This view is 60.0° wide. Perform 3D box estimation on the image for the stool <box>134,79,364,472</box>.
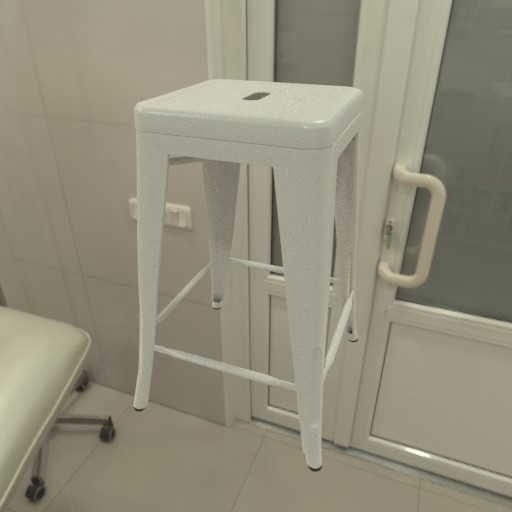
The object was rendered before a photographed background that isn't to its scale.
[{"bbox_3d":[0.000,0.000,0.880,0.406,0.610,0.406,11,32,18],"label":"stool"}]
